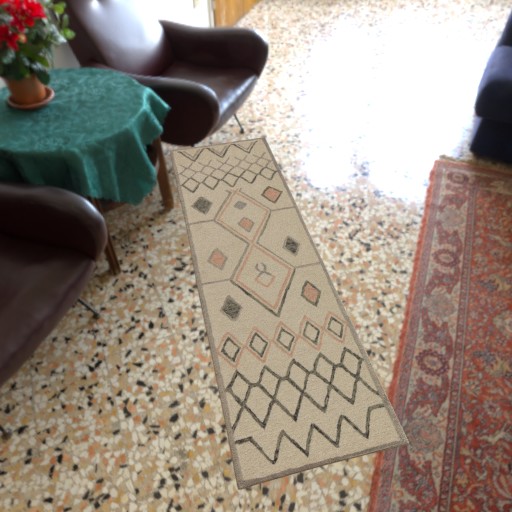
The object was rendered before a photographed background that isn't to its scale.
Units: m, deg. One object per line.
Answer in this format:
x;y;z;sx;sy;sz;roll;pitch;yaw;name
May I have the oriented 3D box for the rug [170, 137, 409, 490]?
0.000;0.000;2.632;0.750;0.011;2.435;-10;48;-9;rug
